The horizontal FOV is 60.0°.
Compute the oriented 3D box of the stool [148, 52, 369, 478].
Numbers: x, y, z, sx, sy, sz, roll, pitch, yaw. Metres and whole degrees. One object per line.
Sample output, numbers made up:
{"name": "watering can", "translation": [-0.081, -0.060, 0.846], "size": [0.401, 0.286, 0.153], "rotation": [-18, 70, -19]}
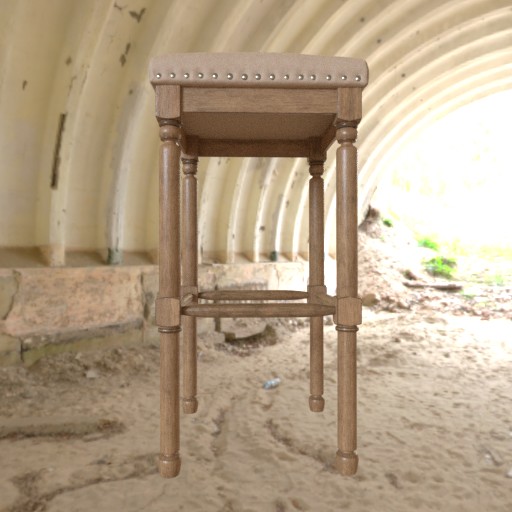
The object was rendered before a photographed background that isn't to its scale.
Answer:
{"name": "stool", "translation": [0.000, 0.000, 0.944], "size": [0.382, 0.768, 0.383], "rotation": [0, 0, -2]}
